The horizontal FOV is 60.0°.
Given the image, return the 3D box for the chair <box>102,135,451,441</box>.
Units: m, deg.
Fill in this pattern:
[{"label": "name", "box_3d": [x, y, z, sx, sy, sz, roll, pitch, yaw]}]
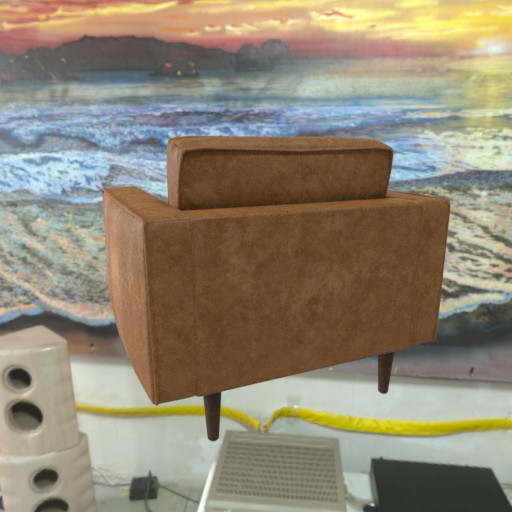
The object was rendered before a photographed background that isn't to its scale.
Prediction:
[{"label": "chair", "box_3d": [0.000, 0.000, 1.481, 0.928, 0.767, 0.798, -6, 15, -23]}]
